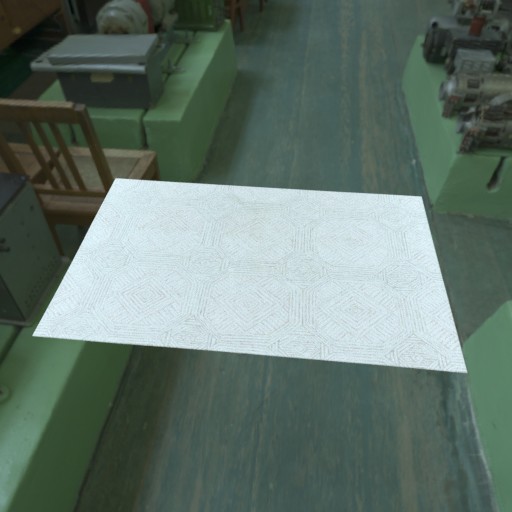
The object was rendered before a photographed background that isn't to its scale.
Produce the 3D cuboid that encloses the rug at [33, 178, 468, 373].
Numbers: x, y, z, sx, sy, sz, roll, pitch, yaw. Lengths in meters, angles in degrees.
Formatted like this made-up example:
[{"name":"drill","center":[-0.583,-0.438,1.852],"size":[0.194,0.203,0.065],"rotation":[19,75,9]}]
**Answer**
[{"name":"rug","center":[0.000,0.000,2.995],"size":[2.440,0.008,1.524],"rotation":[4,46,4]}]
